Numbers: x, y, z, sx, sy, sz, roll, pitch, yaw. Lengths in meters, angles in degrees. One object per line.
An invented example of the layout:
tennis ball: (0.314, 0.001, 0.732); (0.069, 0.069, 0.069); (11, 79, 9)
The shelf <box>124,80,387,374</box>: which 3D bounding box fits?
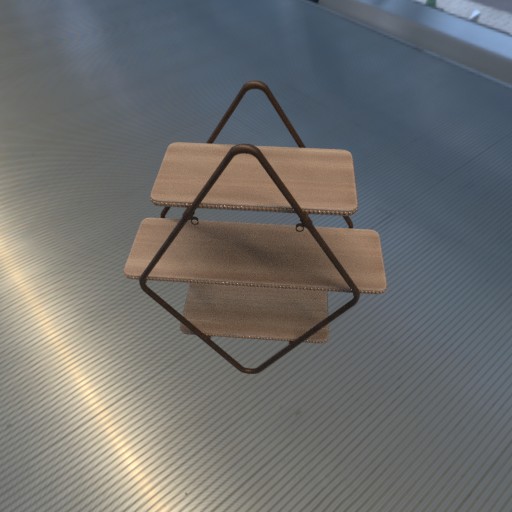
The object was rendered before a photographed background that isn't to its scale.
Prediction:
shelf: (0.000, 0.000, 1.077); (0.609, 0.774, 0.234); (3, 48, 3)
